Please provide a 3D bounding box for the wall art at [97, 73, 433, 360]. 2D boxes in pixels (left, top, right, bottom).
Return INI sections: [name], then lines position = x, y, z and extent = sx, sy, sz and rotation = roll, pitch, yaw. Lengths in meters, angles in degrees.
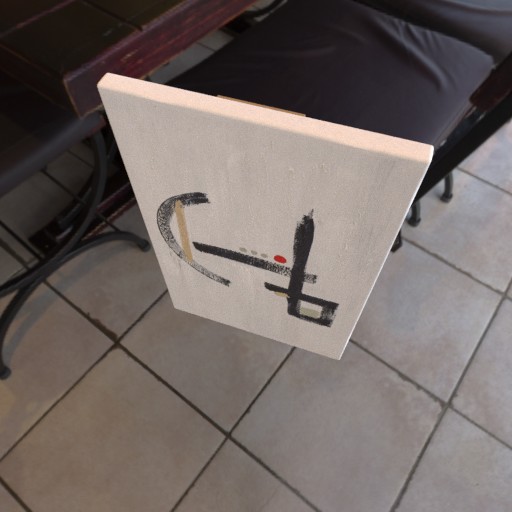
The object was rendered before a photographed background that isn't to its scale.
[wall art]
position = 0.000, 0.000, 1.150
extent = 0.602, 0.916, 0.048
rotation = 16, 59, 10
